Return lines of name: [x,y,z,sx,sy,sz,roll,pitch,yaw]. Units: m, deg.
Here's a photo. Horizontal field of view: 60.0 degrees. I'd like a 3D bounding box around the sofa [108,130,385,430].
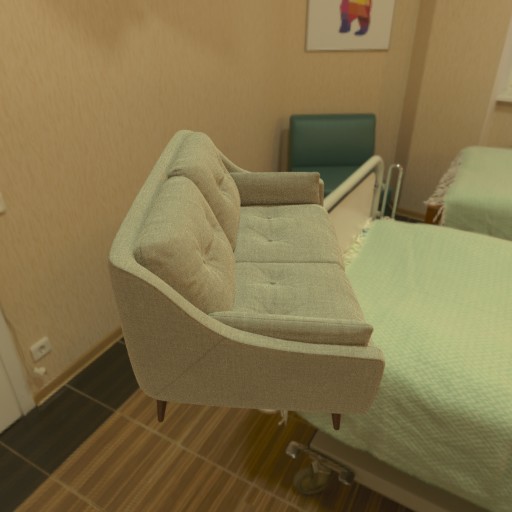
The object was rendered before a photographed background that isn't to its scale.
sofa: [0.000,0.000,2.206,0.965,0.888,1.652,0,31,0]
